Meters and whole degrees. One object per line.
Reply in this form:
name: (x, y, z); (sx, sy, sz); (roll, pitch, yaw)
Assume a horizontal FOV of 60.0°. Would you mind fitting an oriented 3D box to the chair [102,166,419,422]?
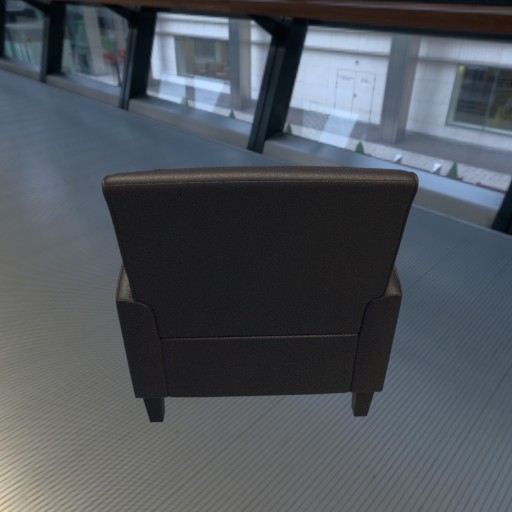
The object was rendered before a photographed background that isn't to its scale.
chair: (0.000, 0.000, 1.582); (0.820, 0.916, 0.819); (-1, 31, -2)
